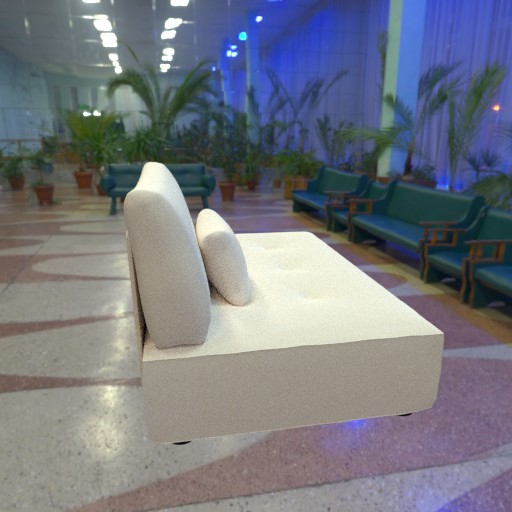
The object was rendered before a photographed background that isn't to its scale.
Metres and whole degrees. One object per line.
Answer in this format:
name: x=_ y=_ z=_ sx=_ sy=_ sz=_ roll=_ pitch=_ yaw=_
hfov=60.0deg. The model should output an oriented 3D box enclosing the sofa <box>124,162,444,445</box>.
sofa: x=0.000 y=0.000 z=2.029 sx=1.000 sy=0.820 sz=1.450 roll=-3 pitch=17 yaw=-10
